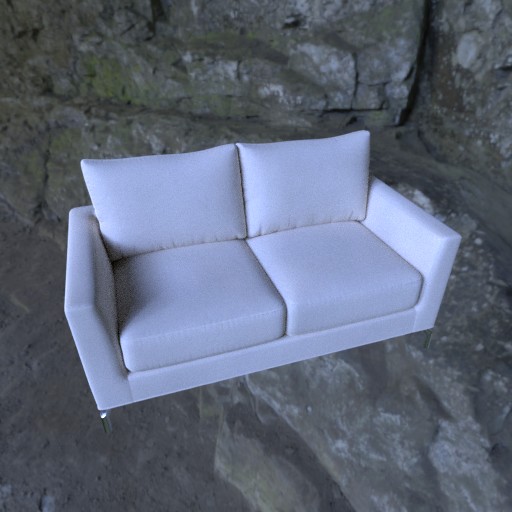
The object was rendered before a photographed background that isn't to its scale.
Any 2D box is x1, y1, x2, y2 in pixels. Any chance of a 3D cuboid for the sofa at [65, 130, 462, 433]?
[{"bbox_3d":[0.000,0.000,2.268,1.739,0.995,0.906,-10,33,-16],"label":"sofa"}]
